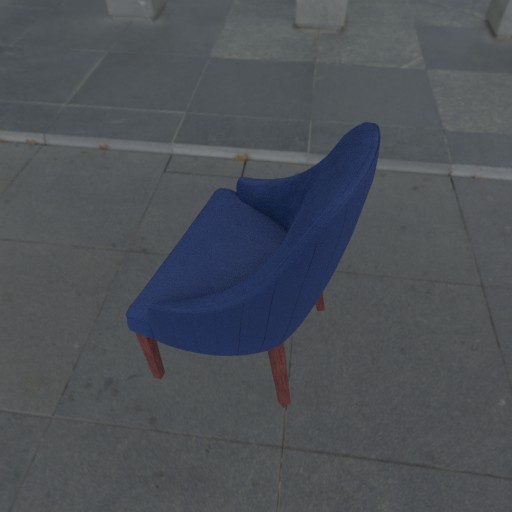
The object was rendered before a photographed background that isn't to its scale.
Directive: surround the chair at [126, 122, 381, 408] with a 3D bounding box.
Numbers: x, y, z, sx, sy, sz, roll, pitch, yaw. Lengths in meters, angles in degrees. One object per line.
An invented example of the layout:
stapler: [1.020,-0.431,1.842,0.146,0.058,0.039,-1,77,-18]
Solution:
chair: [0.000,0.000,1.359,0.575,0.889,0.643,17,50,15]
